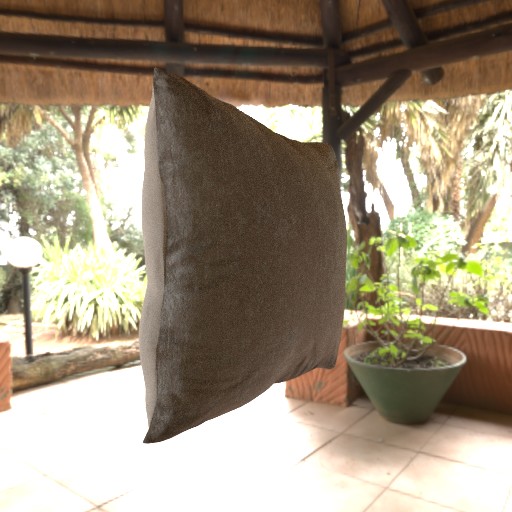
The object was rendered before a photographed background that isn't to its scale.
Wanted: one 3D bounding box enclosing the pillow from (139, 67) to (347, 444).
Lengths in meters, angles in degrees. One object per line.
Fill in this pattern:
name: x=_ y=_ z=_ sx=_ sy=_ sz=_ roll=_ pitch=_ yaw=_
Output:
pillow: x=0.000 y=0.000 z=0.705 sx=0.245 sy=0.448 sz=0.450 roll=-1 pitch=-1 yaw=37
